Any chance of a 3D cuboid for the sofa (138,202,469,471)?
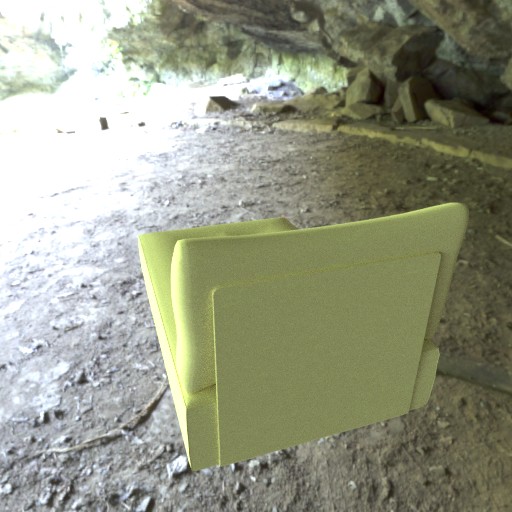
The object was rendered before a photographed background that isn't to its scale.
[{"bbox_3d":[0.000,0.000,1.988,0.930,0.820,1.450,-8,26,-17],"label":"sofa"}]
